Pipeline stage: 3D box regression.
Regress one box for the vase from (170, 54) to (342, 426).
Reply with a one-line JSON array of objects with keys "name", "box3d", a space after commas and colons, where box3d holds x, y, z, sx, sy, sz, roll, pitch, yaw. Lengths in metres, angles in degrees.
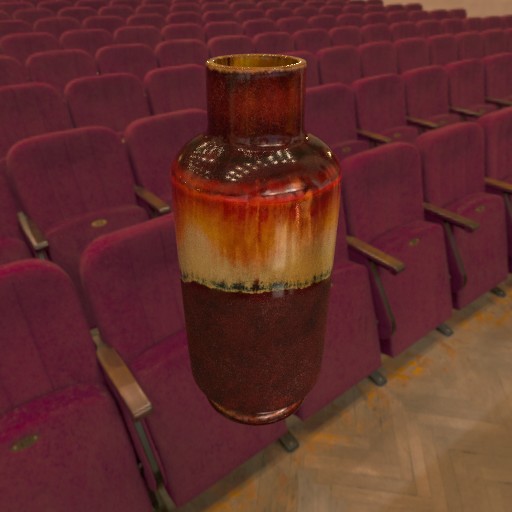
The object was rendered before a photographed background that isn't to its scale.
[{"name": "vase", "box3d": [0.000, 0.000, 0.320, 0.111, 0.261, 0.111, 0, 32, 0]}]
